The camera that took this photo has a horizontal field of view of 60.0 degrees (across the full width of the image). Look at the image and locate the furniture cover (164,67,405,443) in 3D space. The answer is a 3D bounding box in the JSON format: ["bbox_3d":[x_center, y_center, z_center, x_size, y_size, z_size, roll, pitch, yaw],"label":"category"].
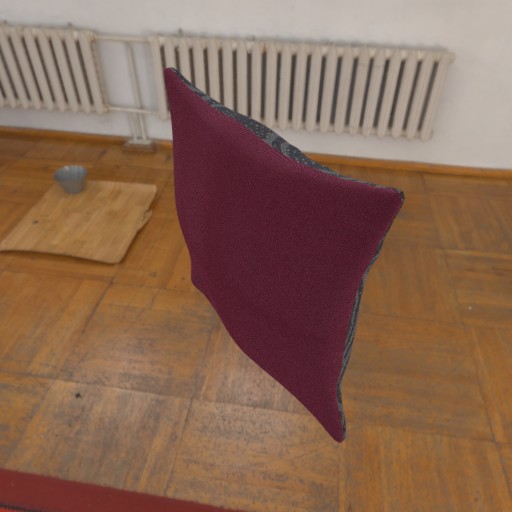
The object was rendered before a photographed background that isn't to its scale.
[{"bbox_3d":[0.000,0.000,0.775,0.163,0.513,0.514,-25,46,-27],"label":"furniture cover"}]
